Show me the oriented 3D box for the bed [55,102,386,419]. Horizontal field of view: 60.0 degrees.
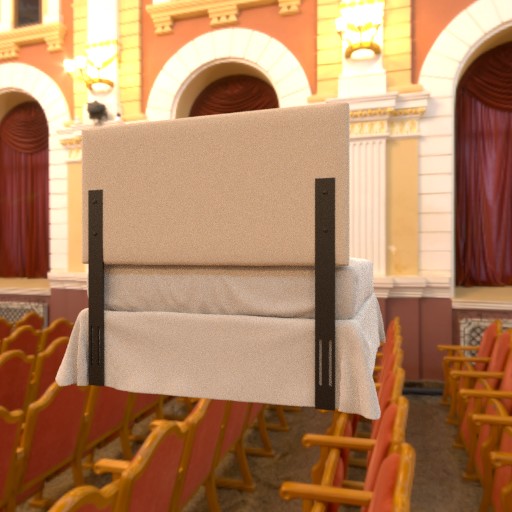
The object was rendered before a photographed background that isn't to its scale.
[{"bbox_3d":[0.000,0.000,3.453,1.936,1.577,2.222,0,0,18],"label":"bed"}]
